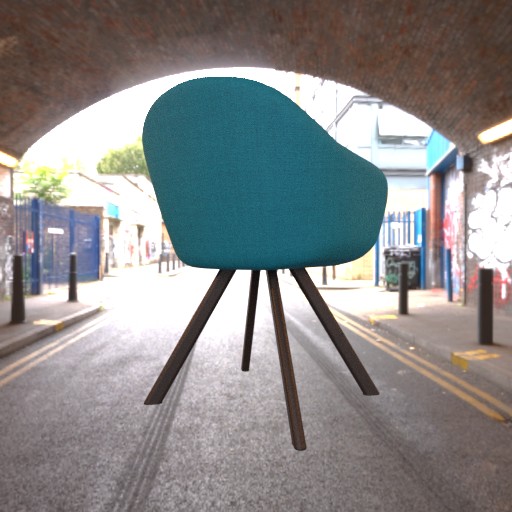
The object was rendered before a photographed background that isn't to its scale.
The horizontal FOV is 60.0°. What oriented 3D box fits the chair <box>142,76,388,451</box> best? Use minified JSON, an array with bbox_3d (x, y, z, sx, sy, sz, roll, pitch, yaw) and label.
[{"bbox_3d":[0.000,0.000,1.192,0.590,0.795,0.550,0,1,35],"label":"chair"}]
